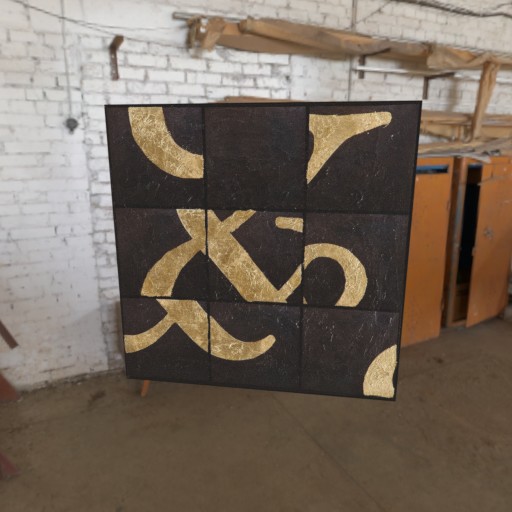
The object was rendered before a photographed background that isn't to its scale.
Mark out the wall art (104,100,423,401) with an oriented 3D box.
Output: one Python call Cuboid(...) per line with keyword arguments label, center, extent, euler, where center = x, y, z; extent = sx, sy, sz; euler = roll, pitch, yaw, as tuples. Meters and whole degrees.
Cuboid(label="wall art", center=(0.000, 0.000, 1.160), extent=(0.758, 0.758, 0.044), euler=(2, 15, 9))
